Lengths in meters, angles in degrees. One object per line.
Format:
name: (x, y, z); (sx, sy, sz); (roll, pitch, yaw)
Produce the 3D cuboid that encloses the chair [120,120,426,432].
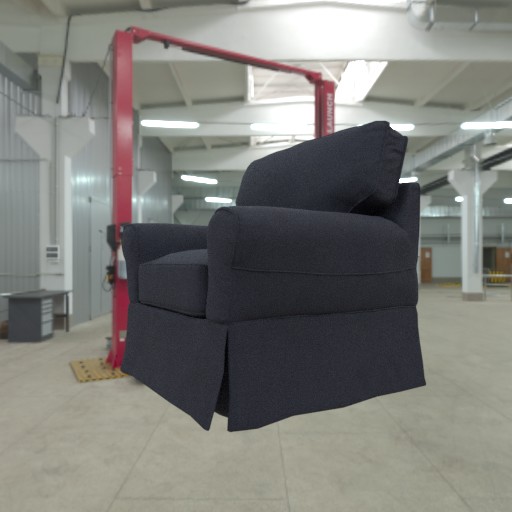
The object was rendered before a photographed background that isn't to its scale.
chair: (0.000, 0.000, 2.021); (1.002, 1.140, 1.119); (0, 0, -35)
